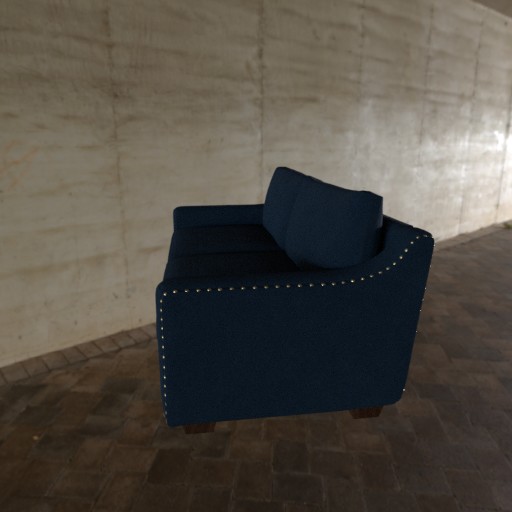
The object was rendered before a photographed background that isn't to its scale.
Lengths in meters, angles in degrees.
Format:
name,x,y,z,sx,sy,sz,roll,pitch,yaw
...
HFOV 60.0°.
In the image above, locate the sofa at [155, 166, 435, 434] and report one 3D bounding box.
name,x,y,z,sx,sy,sz,roll,pitch,yaw
sofa,0.000,0.000,2.722,1.104,0.983,2.107,-2,15,-8
